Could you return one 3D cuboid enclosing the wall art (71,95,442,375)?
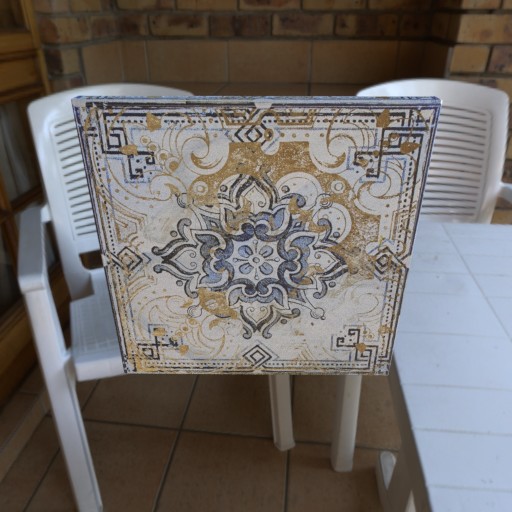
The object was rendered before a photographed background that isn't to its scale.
[{"bbox_3d":[0.000,0.000,0.888,0.609,0.607,0.036,0,29,1],"label":"wall art"}]
